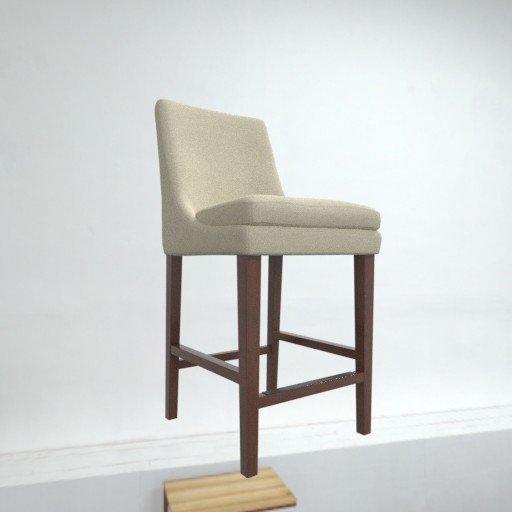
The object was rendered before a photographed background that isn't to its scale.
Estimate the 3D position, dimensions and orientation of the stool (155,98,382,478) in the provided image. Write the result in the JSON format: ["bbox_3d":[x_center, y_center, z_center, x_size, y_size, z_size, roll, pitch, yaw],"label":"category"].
[{"bbox_3d":[0.000,0.000,1.307,0.470,0.981,0.577,-1,1,-36],"label":"stool"}]
